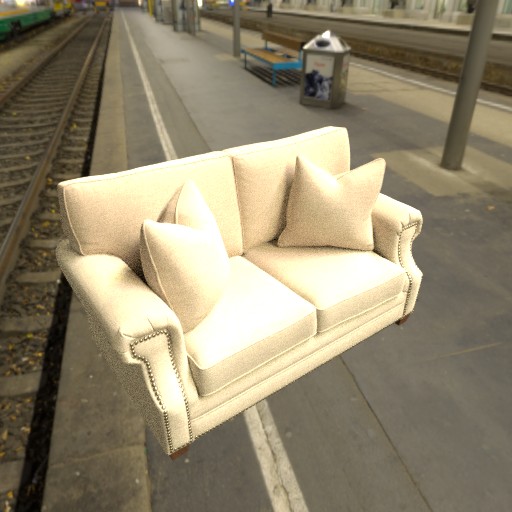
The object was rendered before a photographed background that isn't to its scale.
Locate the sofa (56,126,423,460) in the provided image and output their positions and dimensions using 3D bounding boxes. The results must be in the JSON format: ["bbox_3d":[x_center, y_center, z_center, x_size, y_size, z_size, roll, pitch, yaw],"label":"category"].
[{"bbox_3d":[0.000,0.000,2.218,1.701,0.966,0.966,-21,36,-31],"label":"sofa"}]
